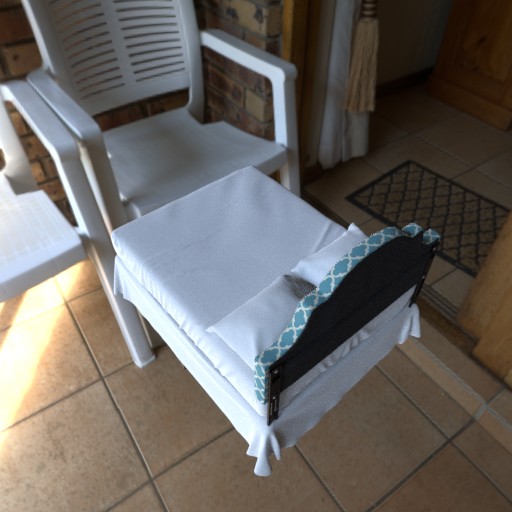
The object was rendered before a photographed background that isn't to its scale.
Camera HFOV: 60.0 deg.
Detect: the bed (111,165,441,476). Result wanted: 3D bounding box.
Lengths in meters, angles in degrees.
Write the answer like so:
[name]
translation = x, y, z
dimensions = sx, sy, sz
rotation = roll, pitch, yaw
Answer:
[bed]
translation = 0.000, 0.000, 3.435
dimensions = 1.780, 1.633, 2.222
rotation = -31, 53, -27
